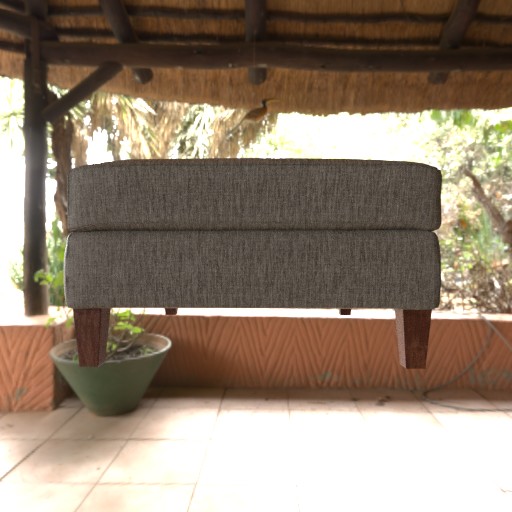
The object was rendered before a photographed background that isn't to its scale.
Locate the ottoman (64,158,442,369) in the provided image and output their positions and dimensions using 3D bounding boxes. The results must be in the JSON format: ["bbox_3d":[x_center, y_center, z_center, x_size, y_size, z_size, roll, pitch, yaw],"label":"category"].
[{"bbox_3d":[0.000,0.000,1.432,0.839,0.492,0.994,0,0,1],"label":"ottoman"}]
